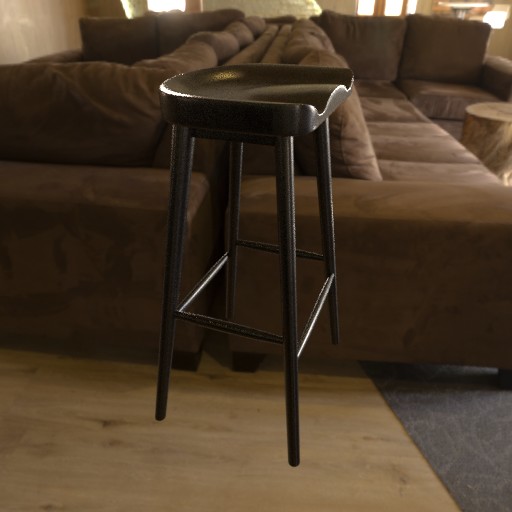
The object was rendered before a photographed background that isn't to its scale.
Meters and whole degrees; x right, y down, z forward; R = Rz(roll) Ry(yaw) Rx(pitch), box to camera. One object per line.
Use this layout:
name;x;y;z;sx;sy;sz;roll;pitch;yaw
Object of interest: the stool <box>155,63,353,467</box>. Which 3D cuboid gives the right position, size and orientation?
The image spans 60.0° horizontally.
stool;0.000;0.000;0.994;0.361;0.749;0.440;11;32;18
